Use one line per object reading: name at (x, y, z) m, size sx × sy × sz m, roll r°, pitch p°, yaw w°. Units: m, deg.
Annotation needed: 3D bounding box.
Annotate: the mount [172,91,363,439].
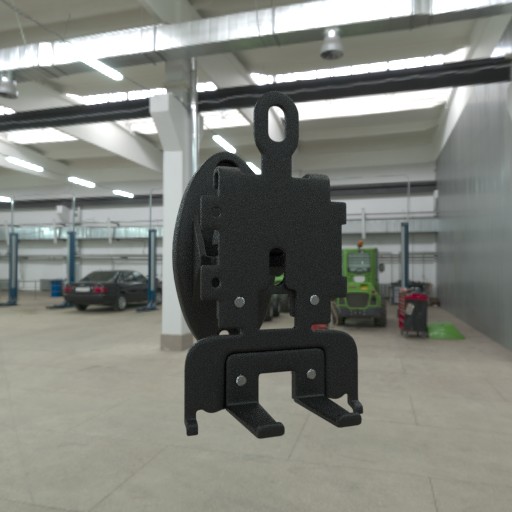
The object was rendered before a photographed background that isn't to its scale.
mount at (0.000, 0.000, 0.180) m, size 0.066 × 0.118 × 0.100 m, roll 1°, pitch -1°, yaw -20°
